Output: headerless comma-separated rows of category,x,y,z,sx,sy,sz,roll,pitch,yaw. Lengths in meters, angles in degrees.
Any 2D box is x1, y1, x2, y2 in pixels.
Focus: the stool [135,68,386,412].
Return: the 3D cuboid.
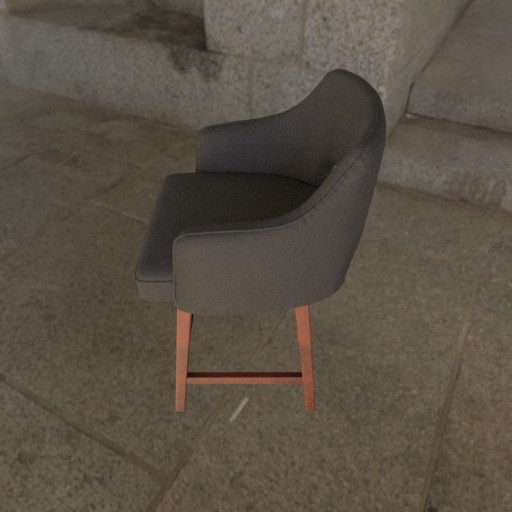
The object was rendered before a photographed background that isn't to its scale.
stool,0.000,0.000,1.246,0.558,0.912,0.548,0,41,0
